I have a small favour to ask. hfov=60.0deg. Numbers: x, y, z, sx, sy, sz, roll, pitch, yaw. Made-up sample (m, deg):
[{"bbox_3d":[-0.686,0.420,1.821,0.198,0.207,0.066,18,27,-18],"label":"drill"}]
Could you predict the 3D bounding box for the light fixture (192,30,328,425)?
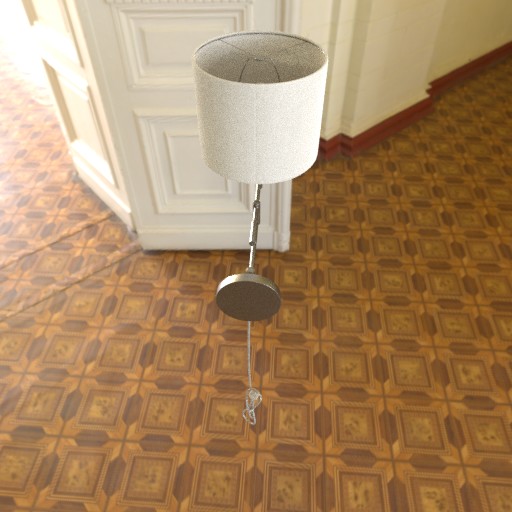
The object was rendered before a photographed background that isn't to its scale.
[{"bbox_3d":[0.000,0.000,1.045,0.253,0.842,0.479,3,46,3],"label":"light fixture"}]
